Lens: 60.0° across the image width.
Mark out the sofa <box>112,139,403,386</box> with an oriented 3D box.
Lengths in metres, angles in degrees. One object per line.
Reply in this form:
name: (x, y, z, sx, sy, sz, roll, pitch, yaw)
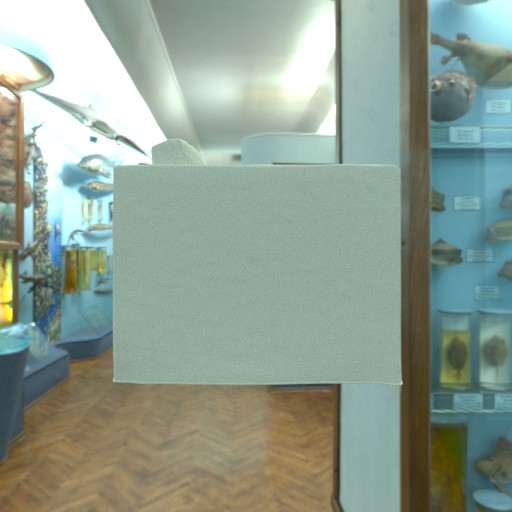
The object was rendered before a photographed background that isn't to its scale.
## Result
sofa: (0.000, 0.000, 2.281, 0.962, 0.834, 1.746, 0, 0, 0)
